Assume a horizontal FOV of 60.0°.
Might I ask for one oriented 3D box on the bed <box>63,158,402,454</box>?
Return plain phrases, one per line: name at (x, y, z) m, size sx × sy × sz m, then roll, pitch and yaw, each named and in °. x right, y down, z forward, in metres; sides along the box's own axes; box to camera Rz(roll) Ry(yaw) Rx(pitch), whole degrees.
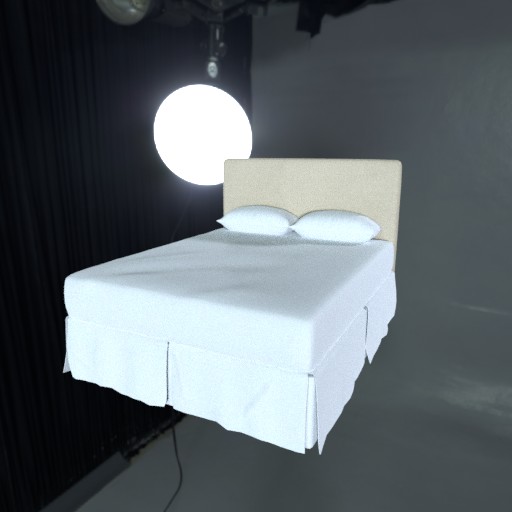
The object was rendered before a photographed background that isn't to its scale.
bed at (0.000, 0.000, 3.174) m, size 1.723 × 1.330 × 2.142 m, roll 7°, pitch 15°, yaw 26°
